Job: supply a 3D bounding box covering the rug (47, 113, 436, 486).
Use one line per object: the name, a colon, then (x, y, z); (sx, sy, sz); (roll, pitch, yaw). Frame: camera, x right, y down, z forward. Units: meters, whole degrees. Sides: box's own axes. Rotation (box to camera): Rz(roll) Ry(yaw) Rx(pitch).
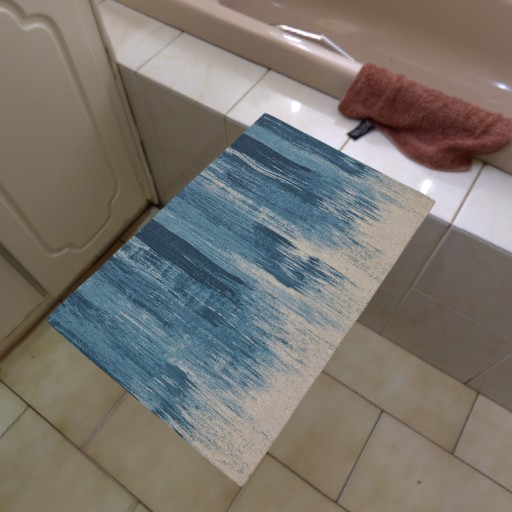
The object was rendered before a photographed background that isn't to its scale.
rug: (0.000, 0.000, 2.362); (1.232, 0.009, 1.836); (33, 65, 18)
